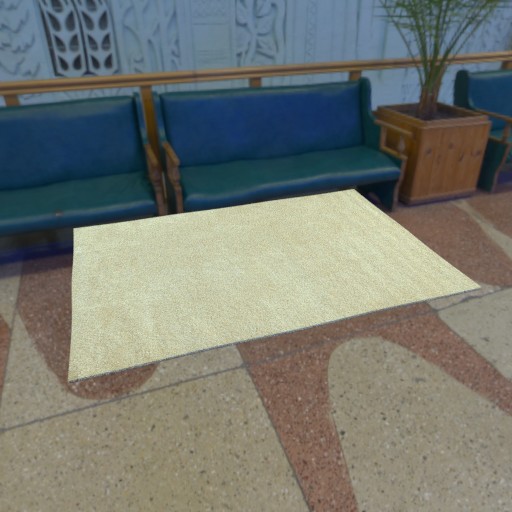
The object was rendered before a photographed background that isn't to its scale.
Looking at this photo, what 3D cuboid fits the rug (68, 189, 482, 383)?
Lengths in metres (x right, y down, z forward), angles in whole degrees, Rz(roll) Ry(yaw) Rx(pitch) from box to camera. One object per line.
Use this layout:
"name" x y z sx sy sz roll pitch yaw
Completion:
"rug" 0.000 0.000 3.440 2.699 0.025 1.800 -10 33 -16
